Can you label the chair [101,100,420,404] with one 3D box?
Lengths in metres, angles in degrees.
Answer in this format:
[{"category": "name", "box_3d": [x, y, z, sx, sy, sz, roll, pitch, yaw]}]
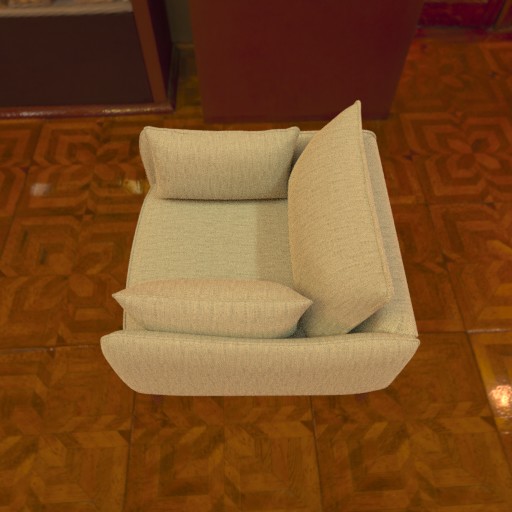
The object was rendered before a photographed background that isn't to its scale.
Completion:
[{"category": "chair", "box_3d": [0.000, 0.000, 1.730, 0.991, 0.855, 0.994, 0, 57, 0]}]
